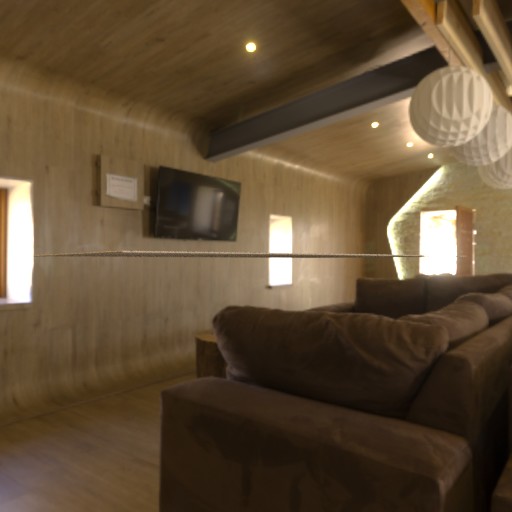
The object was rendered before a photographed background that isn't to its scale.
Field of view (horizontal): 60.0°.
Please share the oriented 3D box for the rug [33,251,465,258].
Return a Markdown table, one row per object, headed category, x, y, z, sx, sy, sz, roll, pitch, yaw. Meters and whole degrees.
| category | x | y | z | sx | sy | sz | roll | pitch | yaw |
| --- | --- | --- | --- | --- | --- | --- | --- | --- | --- |
| rug | 0.000 | 0.000 | 2.243 | 1.828 | 0.005 | 1.219 | 0 | -1 | -37 |
